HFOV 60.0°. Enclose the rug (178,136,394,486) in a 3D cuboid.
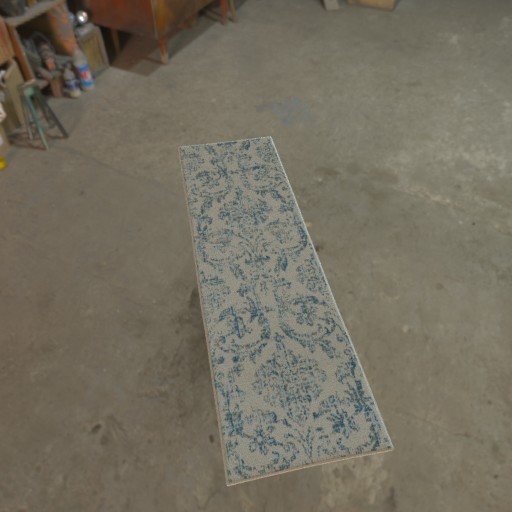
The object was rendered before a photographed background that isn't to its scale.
[{"bbox_3d":[0.000,0.000,2.401,0.662,0.011,2.196,-9,49,-8],"label":"rug"}]
